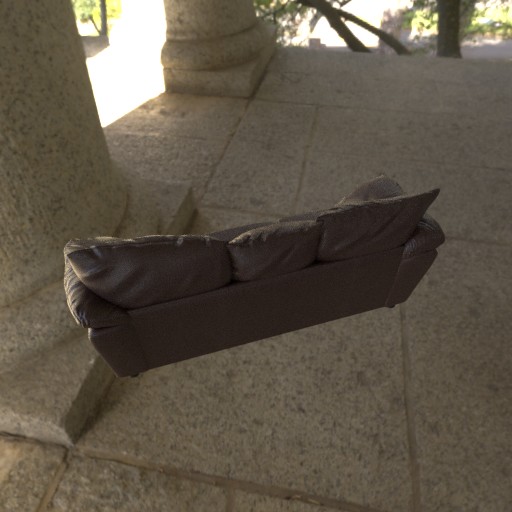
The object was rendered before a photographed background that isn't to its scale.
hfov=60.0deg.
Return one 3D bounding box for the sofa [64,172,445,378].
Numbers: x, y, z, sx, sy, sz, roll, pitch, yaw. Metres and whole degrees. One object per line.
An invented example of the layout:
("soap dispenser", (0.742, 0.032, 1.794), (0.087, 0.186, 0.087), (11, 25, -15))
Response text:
("sofa", (0.000, 0.000, 2.990), (2.390, 1.091, 0.907), (-12, 44, -13))
